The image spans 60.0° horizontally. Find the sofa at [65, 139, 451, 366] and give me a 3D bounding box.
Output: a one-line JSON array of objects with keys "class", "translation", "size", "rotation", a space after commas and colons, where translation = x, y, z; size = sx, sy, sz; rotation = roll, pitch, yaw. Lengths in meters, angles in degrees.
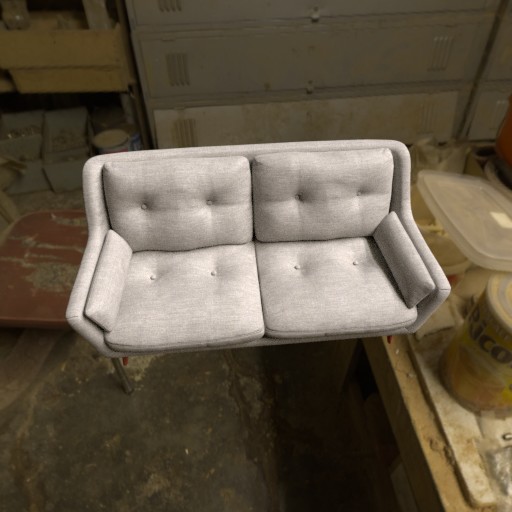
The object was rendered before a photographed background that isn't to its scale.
[{"class": "sofa", "translation": [0.000, 0.000, 2.539], "size": [1.930, 0.897, 0.976], "rotation": [-4, 46, -4]}]
